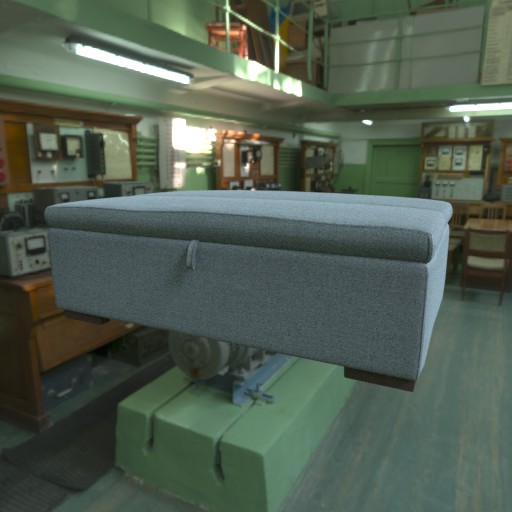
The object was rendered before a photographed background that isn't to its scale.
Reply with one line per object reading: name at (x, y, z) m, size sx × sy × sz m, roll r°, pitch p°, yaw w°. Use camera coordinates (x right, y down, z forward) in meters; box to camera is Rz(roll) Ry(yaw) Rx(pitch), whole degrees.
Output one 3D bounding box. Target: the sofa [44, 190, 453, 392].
sofa at (0.000, 0.000, 1.604) m, size 1.250 × 0.434 × 0.817 m, roll 6°, pitch 13°, yaw 26°
